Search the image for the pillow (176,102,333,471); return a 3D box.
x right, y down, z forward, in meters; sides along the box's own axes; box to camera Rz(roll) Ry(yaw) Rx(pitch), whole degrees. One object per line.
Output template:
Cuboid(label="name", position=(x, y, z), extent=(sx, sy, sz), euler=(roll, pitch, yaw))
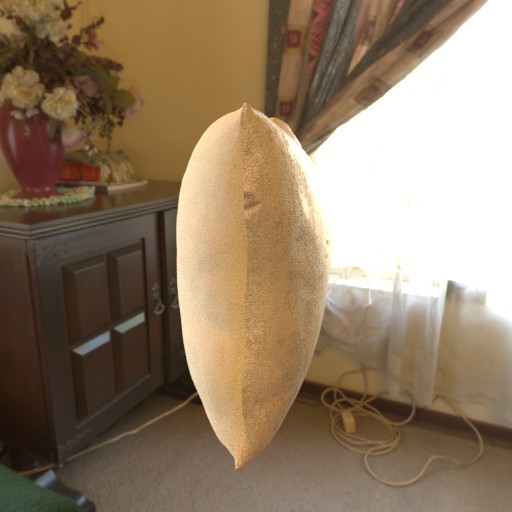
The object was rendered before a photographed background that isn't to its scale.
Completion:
Cuboid(label="pillow", position=(0.000, 0.000, 0.722), extent=(0.245, 0.448, 0.450), euler=(2, 15, 8))
